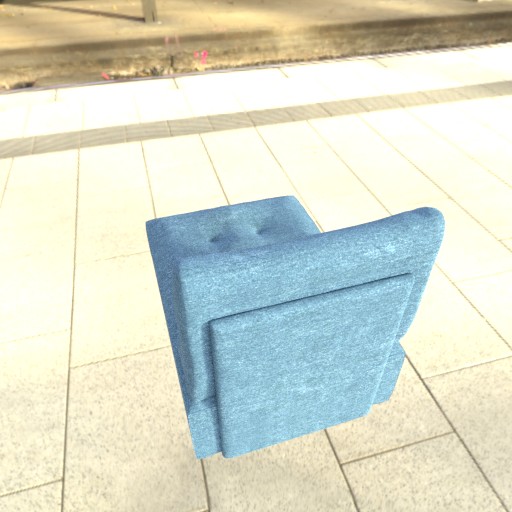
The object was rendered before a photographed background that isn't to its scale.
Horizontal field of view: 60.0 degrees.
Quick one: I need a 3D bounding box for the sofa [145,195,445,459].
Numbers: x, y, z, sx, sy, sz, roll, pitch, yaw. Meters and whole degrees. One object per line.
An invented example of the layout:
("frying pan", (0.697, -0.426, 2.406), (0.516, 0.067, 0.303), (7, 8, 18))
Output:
("sofa", (0.000, 0.000, 1.569), (0.700, 0.820, 1.000), (-12, 42, -13))
